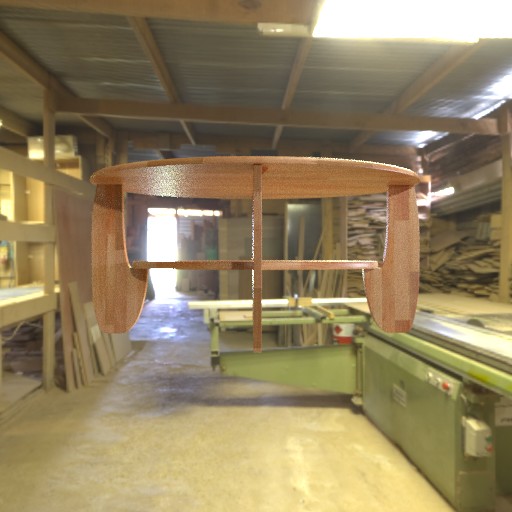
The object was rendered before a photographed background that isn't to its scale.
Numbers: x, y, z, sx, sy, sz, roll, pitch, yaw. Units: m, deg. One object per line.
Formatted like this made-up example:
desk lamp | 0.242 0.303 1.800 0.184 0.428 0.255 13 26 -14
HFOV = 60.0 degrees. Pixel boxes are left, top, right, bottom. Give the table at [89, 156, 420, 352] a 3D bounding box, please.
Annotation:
table | 0.000 0.000 1.415 1.040 0.490 0.690 0 0 -1
